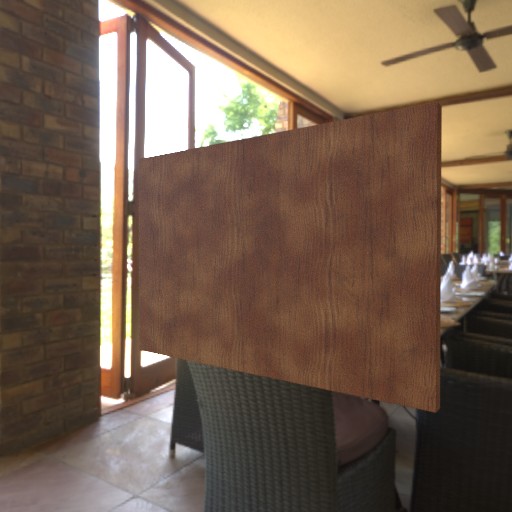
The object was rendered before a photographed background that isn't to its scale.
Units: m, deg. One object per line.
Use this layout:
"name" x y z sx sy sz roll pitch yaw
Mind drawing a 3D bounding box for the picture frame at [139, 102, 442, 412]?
"picture frame" 0.000 0.000 1.207 0.950 0.640 0.029 1 1 37
